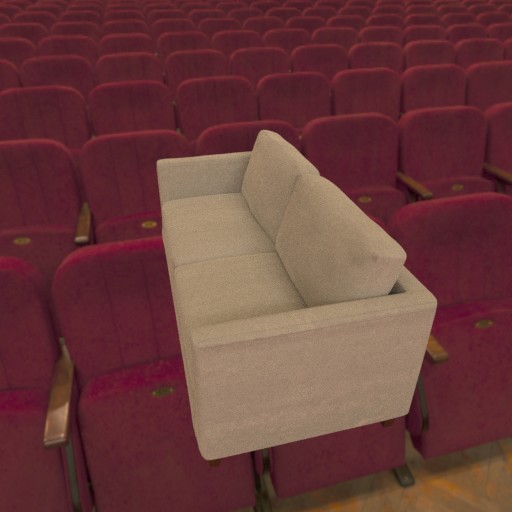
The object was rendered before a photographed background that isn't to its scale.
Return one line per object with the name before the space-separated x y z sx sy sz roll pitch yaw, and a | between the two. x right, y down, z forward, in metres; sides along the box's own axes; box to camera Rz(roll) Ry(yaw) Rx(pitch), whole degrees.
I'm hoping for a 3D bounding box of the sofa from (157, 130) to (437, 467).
sofa | 0.000 0.000 2.445 0.950 0.963 1.884 -8 32 -12
